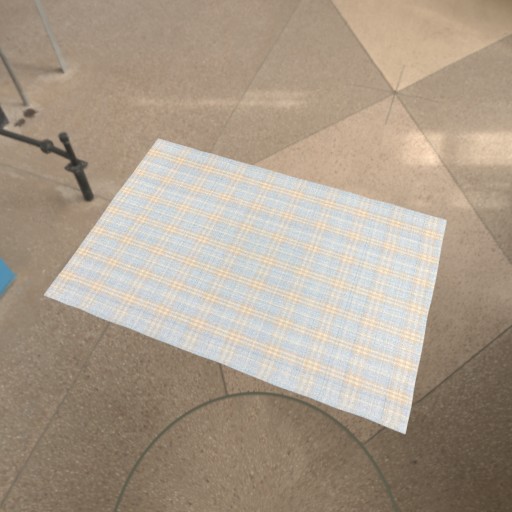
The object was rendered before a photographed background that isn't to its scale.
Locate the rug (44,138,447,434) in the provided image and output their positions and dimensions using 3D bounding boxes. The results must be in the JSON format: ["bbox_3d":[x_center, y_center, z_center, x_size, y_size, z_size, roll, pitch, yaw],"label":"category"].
[{"bbox_3d":[0.000,0.000,2.363,1.835,0.012,1.231,18,59,11],"label":"rug"}]
